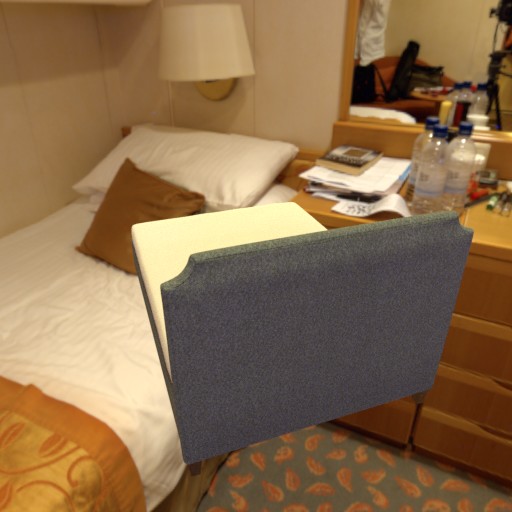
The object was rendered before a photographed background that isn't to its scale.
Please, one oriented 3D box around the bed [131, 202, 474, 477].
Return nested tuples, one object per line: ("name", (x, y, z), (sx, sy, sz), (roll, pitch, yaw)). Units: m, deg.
("bed", (0.000, 0.000, 3.390), (1.712, 1.443, 2.372), (-10, 30, -18))
